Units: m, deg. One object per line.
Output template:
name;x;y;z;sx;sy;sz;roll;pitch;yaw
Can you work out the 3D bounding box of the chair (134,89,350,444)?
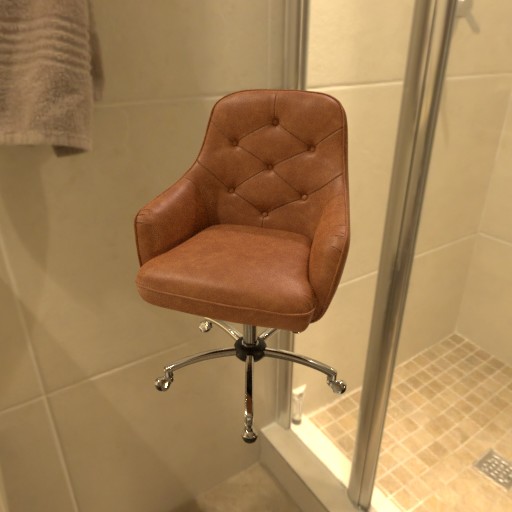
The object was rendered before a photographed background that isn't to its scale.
chair;0.000;0.000;1.357;0.628;0.909;0.615;9;27;17
